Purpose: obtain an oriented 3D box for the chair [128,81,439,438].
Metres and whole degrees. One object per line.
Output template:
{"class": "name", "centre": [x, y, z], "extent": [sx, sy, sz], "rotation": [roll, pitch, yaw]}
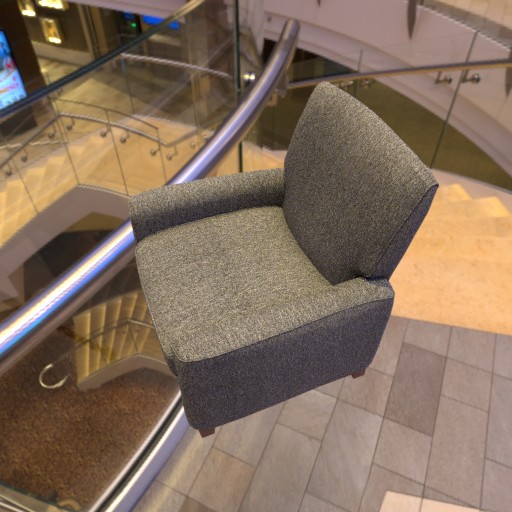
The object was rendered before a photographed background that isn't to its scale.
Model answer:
{"class": "chair", "centre": [0.000, 0.000, 1.670], "extent": [0.864, 1.014, 0.848], "rotation": [-16, 48, -15]}
